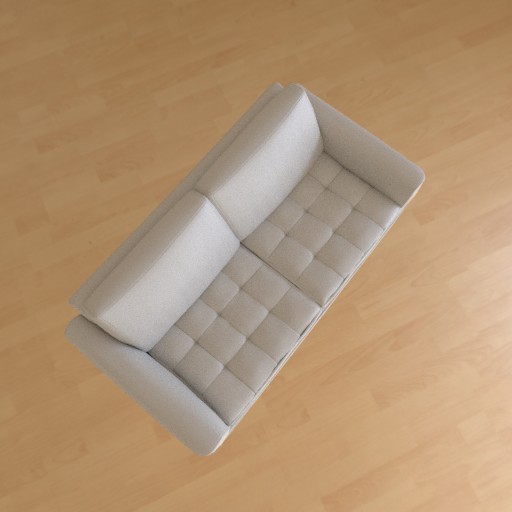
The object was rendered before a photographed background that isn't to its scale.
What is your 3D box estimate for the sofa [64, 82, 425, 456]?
[{"bbox_3d":[0.000,0.000,2.759,1.121,0.930,2.177,38,78,10],"label":"sofa"}]
